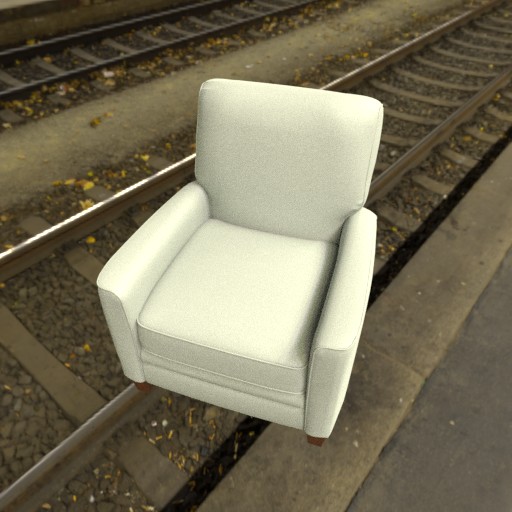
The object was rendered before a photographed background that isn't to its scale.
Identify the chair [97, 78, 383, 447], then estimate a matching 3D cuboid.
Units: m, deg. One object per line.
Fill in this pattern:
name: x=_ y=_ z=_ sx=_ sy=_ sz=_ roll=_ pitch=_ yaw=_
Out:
chair: x=0.000 y=0.000 z=1.642 sx=0.853 sy=1.007 sz=0.846 roll=12 pitch=42 yaw=14
